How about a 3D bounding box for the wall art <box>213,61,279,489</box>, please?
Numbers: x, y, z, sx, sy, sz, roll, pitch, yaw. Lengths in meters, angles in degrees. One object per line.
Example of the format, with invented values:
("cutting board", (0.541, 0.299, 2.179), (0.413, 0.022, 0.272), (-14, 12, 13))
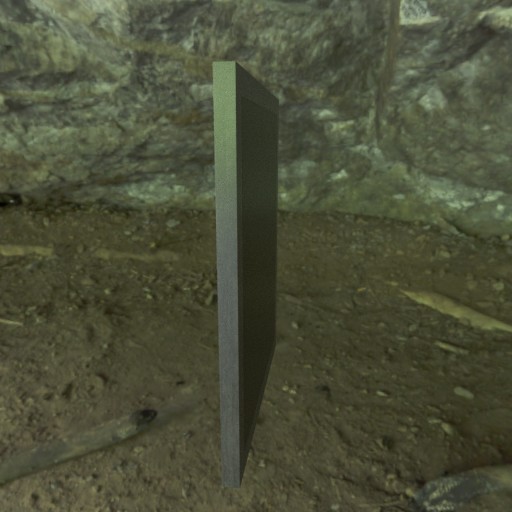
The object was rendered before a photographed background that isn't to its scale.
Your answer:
("wall art", (0.000, 0.000, 0.807), (0.027, 0.580, 0.479), (2, 15, 9))
